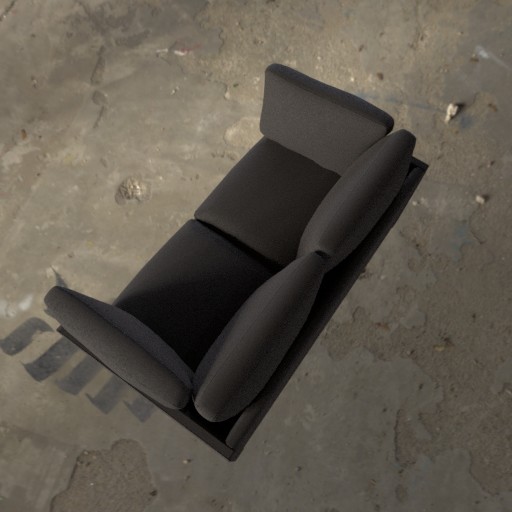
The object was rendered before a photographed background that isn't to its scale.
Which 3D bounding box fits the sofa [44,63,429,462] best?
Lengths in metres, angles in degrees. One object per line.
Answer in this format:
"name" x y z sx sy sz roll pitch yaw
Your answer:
"sofa" 0.000 0.000 2.301 0.969 0.920 1.751 33 69 14
